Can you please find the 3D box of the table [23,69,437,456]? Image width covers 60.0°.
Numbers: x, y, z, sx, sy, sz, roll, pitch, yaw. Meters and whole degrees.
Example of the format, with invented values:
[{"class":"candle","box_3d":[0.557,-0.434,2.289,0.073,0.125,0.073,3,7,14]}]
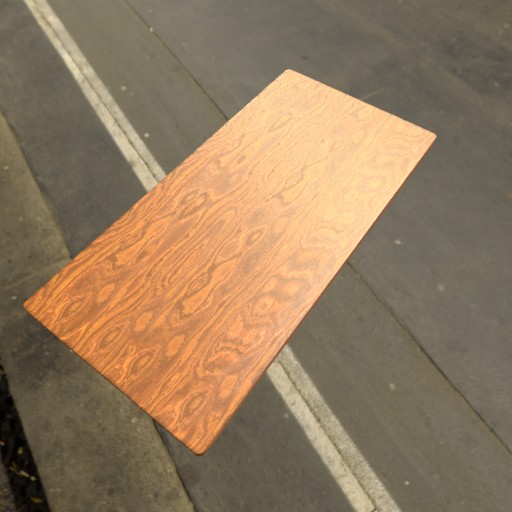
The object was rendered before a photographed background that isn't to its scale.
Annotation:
[{"class":"table","box_3d":[0.000,0.000,2.230,0.883,0.753,1.791,32,63,18]}]
